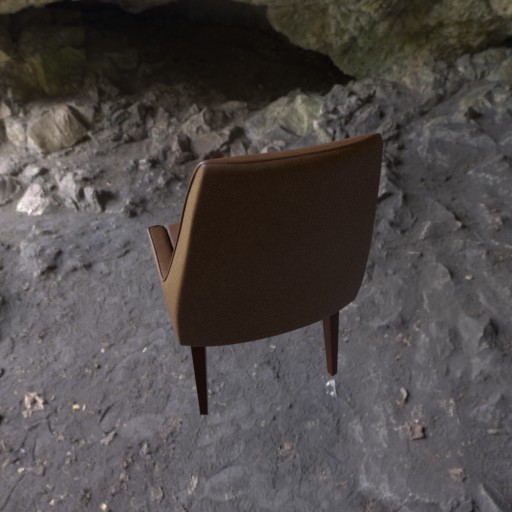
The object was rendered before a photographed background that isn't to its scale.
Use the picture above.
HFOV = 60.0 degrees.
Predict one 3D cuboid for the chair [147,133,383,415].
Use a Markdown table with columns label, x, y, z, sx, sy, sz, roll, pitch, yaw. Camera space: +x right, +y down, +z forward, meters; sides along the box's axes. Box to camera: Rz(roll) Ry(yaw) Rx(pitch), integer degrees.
| label | x | y | z | sx | sy | sz | roll | pitch | yaw |
| --- | --- | --- | --- | --- | --- | --- | --- | --- | --- |
| chair | 0.000 | 0.000 | 1.219 | 0.529 | 0.861 | 0.544 | -12 | 42 | -14 |
